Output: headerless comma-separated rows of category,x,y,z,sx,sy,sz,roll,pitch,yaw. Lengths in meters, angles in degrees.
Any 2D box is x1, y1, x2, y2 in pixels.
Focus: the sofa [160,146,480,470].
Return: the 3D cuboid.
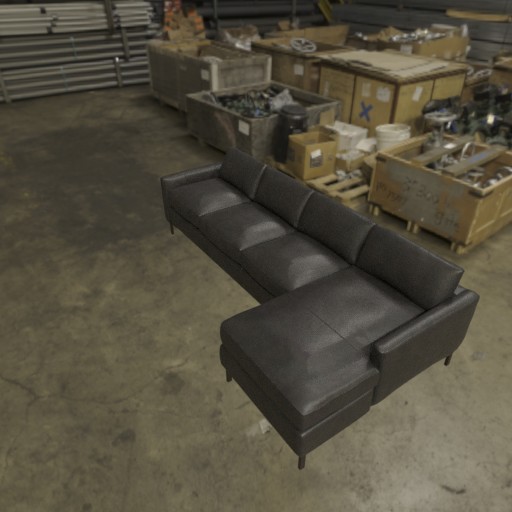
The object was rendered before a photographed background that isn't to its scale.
sofa,0.000,0.000,3.641,1.471,0.859,2.993,-21,38,-28
